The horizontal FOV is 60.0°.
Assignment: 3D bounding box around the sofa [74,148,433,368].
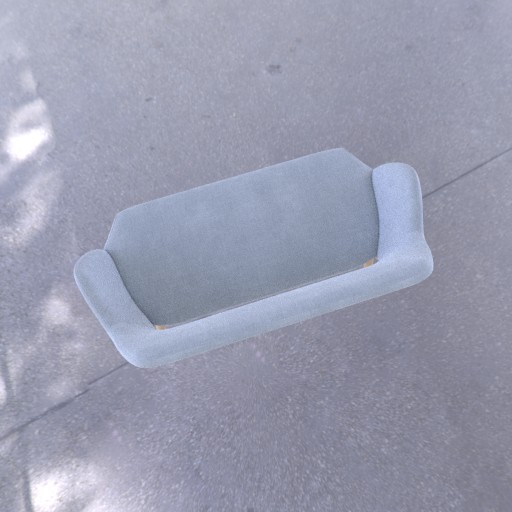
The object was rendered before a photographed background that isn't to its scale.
[{"bbox_3d":[0.000,0.000,1.608,1.150,0.840,0.610,-17,76,-5],"label":"sofa"}]
